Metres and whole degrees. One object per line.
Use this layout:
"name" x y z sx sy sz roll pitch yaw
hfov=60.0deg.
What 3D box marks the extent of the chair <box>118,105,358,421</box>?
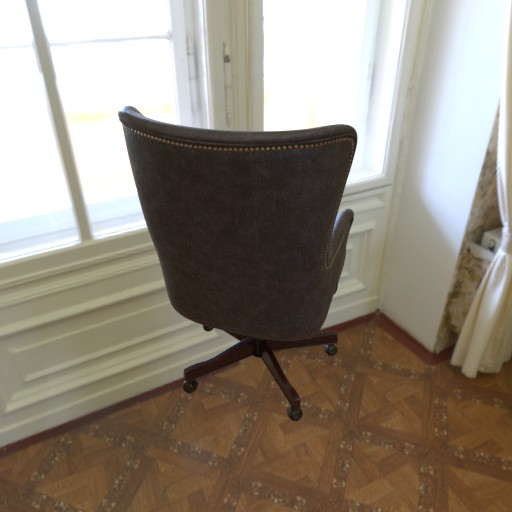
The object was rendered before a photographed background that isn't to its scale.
"chair" 0.000 0.000 1.463 0.594 1.037 0.717 10 33 15
